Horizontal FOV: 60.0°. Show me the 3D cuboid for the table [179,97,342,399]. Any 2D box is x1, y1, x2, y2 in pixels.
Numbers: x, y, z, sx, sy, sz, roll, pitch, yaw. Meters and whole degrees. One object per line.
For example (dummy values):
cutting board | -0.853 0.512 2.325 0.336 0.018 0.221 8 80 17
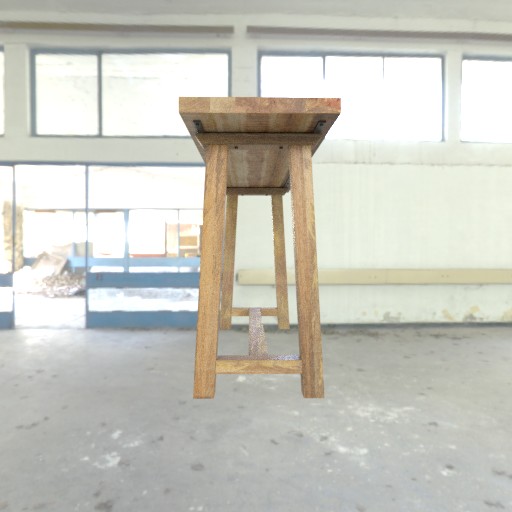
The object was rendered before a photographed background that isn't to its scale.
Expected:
table | 0.000 0.000 1.868 0.405 0.810 1.524 0 1 -1
